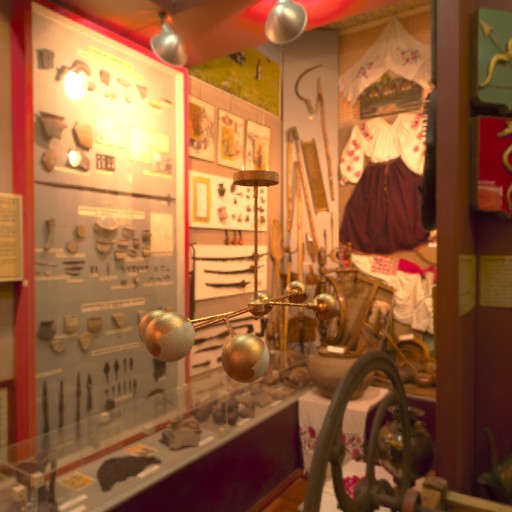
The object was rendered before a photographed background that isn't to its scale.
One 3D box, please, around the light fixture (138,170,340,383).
[{"bbox_3d":[0.000,0.000,0.982,0.434,0.362,0.778,0,1,36],"label":"light fixture"}]
